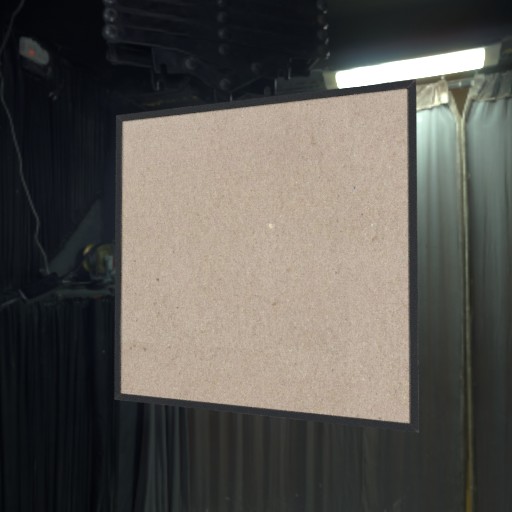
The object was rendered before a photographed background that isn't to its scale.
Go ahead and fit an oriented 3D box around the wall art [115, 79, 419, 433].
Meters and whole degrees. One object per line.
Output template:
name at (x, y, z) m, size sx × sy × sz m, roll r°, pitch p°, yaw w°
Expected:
wall art at (0.000, 0.000, 0.447) m, size 0.305 × 0.305 × 0.038 m, roll 0°, pitch -1°, yaw 18°
